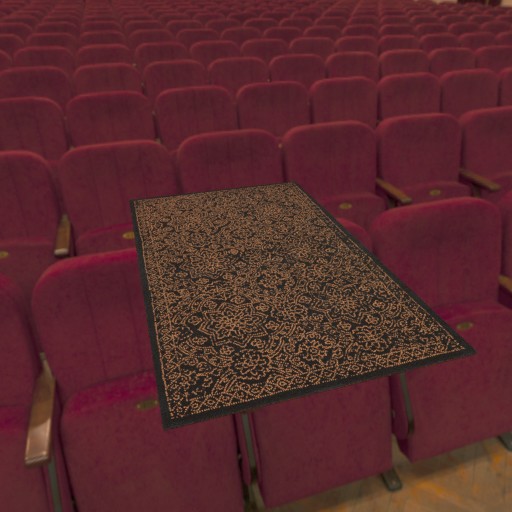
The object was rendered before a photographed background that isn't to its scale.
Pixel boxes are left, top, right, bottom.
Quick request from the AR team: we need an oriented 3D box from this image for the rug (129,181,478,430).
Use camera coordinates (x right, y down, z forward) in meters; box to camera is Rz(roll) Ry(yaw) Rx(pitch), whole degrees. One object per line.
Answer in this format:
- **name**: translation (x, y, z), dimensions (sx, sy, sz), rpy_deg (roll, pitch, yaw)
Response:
- **rug**: translation (0.000, 0.000, 2.980), dimensions (1.526, 0.015, 2.441), rpy_deg (-9, 31, -15)
